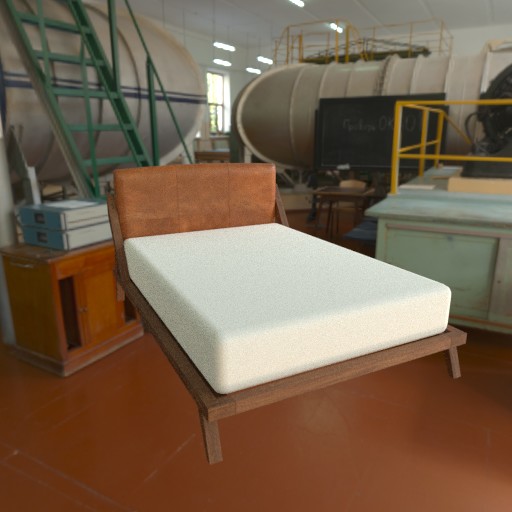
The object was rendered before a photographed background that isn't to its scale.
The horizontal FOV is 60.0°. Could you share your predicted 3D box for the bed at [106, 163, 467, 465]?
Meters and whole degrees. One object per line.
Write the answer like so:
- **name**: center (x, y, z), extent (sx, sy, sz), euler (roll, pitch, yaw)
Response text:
- **bed**: center (0.000, 0.000, 3.196), extent (1.651, 1.168, 2.311), euler (-8, 18, -26)
